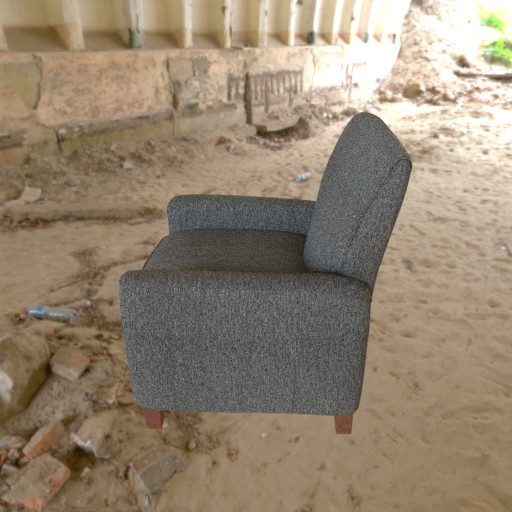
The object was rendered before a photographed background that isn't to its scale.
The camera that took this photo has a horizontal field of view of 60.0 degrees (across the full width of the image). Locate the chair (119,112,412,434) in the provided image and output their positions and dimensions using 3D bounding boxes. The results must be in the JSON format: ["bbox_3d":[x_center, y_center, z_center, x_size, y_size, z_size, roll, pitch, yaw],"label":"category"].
[{"bbox_3d":[0.000,0.000,1.672,0.864,1.014,0.848,1,26,2],"label":"chair"}]
